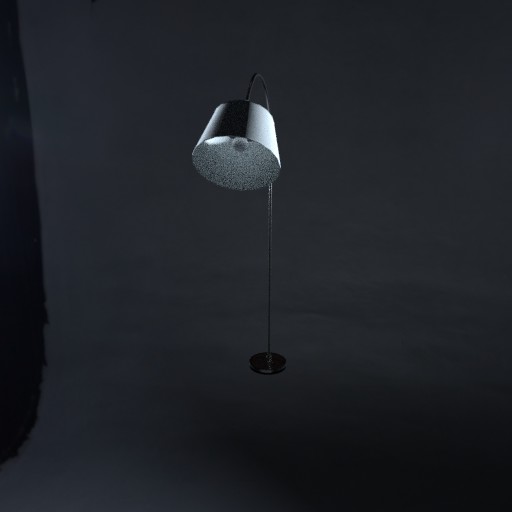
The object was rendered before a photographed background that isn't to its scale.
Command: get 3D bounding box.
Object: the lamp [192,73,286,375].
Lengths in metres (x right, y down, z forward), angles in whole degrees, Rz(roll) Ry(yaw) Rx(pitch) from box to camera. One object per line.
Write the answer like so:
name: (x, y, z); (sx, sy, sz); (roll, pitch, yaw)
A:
lamp: (0.000, 0.000, 2.705); (0.406, 2.098, 1.445); (2, 15, 9)
